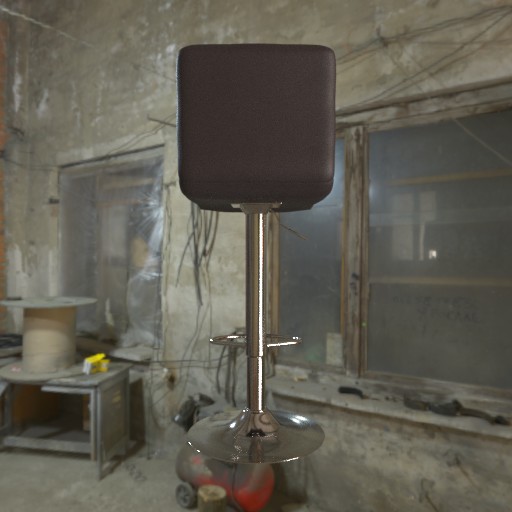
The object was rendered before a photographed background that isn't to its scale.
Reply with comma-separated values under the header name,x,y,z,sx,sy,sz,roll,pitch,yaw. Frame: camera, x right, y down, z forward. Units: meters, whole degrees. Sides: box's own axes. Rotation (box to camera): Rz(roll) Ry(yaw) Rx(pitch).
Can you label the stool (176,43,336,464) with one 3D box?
name,x,y,z,sx,sy,sz,roll,pitch,yaw
stool,0.000,0.000,1.392,0.430,1.115,0.505,0,-1,0
